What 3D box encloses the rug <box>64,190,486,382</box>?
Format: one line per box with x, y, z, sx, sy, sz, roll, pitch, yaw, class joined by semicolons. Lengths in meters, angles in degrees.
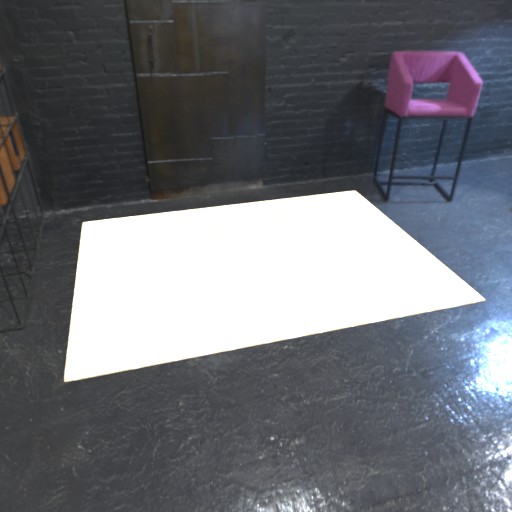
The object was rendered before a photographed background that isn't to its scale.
0.000;0.000;4.345;3.353;0.010;2.438;-8;32;-13;rug
